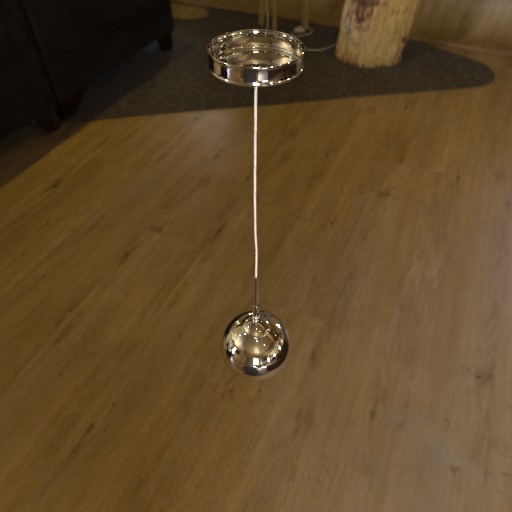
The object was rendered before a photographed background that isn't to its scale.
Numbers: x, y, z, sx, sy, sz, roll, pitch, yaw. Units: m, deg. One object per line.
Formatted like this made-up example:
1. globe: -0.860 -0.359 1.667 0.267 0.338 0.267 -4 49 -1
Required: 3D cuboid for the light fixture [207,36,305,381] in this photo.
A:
1. light fixture: 0.000 0.000 1.685 0.336 1.538 0.336 32 54 27
